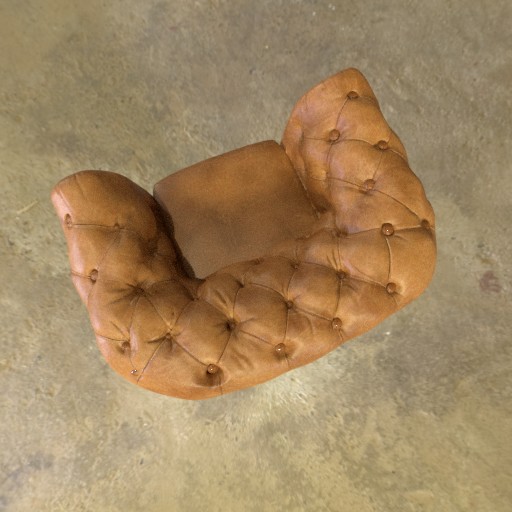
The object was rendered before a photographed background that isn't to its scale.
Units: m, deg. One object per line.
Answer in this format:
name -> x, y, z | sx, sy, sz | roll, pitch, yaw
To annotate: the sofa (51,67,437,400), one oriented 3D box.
sofa -> 0.000, 0.000, 2.020 | 1.405, 0.878, 1.033 | -23, 77, -5
